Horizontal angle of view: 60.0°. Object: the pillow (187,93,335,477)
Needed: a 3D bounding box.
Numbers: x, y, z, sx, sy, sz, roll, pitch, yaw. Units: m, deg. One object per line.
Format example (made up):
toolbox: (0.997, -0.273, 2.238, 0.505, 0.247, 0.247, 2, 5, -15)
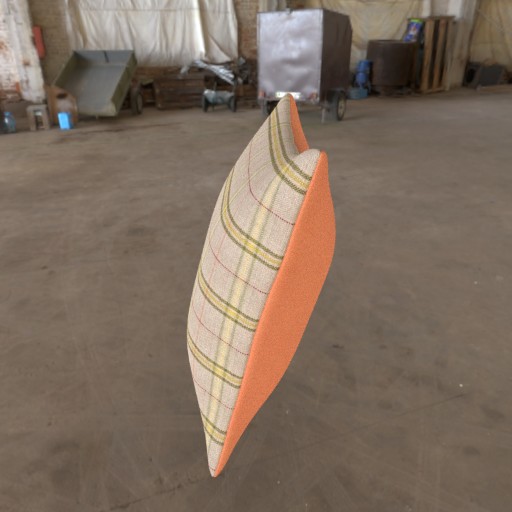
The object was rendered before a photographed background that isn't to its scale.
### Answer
pillow: (0.000, 0.000, 0.684, 0.200, 0.430, 0.453, 0, 27, 0)
